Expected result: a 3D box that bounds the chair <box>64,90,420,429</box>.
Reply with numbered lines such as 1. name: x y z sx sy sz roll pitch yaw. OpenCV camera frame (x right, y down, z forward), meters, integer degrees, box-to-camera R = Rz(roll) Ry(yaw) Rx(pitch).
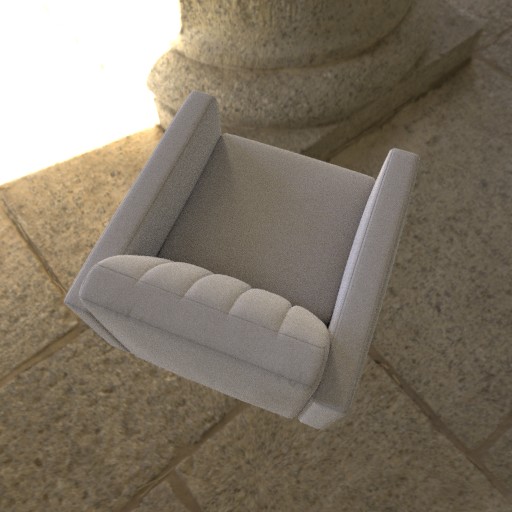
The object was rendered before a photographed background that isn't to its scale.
1. chair: 0.000 0.000 1.681 0.953 0.819 0.998 19 65 9
